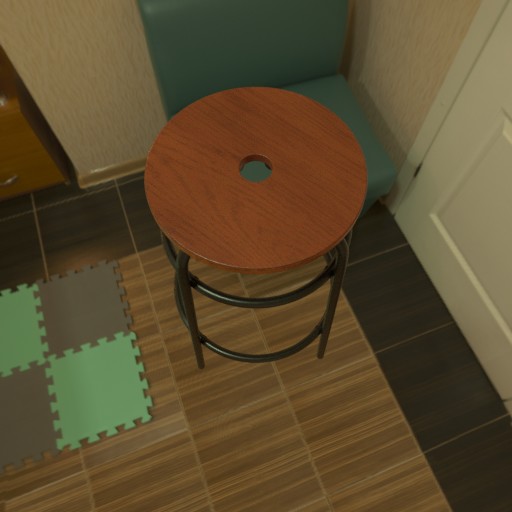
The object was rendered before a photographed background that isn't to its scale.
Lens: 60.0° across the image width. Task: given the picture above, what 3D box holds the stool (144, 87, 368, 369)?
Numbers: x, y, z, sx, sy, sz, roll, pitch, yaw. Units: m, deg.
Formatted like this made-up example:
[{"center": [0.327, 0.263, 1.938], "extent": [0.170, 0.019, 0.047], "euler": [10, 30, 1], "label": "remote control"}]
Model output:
[{"center": [0.000, 0.000, 0.940], "extent": [0.455, 0.610, 0.455], "euler": [37, 70, 16], "label": "stool"}]
